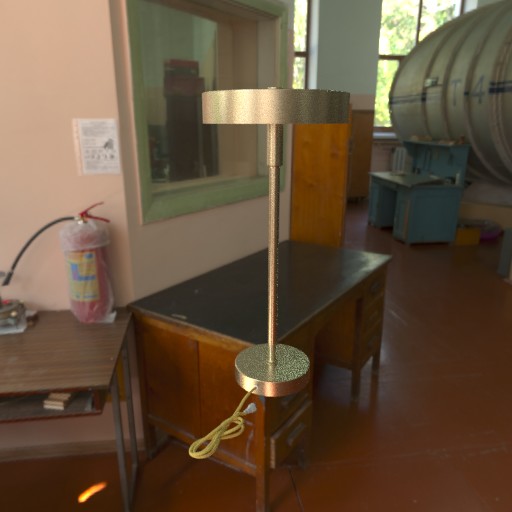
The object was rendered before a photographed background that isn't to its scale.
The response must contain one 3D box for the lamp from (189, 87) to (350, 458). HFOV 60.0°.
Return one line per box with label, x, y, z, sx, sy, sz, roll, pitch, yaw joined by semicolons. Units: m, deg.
lamp;0.000;0.000;0.702;0.229;0.508;0.369;8;19;25
